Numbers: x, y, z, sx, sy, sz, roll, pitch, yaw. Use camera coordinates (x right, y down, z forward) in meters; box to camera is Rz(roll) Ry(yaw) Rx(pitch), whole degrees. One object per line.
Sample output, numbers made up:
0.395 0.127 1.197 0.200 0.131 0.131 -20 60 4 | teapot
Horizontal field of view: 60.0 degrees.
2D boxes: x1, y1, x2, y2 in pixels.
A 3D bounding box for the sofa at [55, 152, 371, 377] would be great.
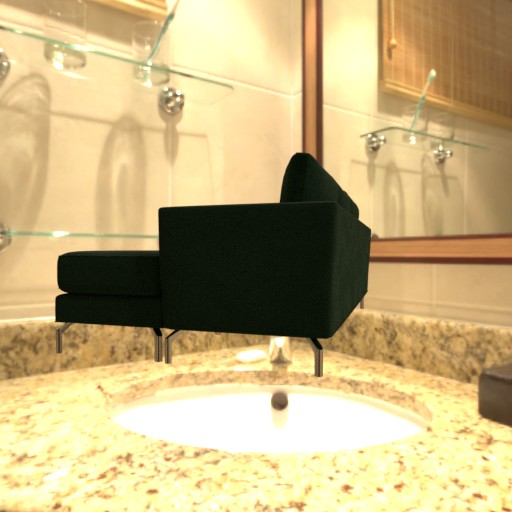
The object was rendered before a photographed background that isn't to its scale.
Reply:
0.000 0.000 3.223 1.489 1.007 2.441 0 1 18 | sofa
